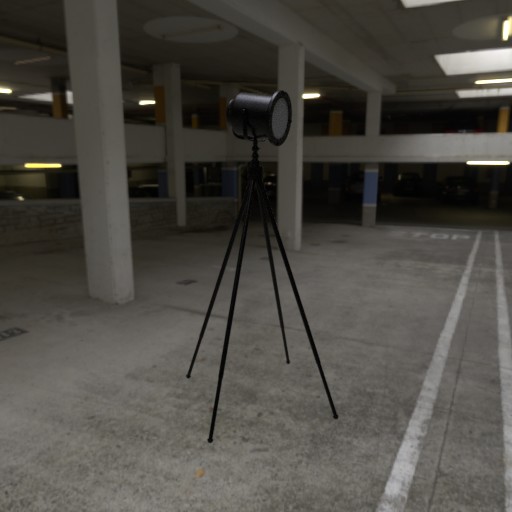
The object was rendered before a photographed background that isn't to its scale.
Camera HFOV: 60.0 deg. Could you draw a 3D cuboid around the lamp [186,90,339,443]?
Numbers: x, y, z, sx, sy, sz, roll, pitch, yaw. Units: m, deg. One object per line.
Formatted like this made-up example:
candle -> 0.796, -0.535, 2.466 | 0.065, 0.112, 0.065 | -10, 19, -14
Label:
lamp -> 0.000, 0.000, 2.143 | 0.884, 1.504, 0.879 | 6, 14, 27
